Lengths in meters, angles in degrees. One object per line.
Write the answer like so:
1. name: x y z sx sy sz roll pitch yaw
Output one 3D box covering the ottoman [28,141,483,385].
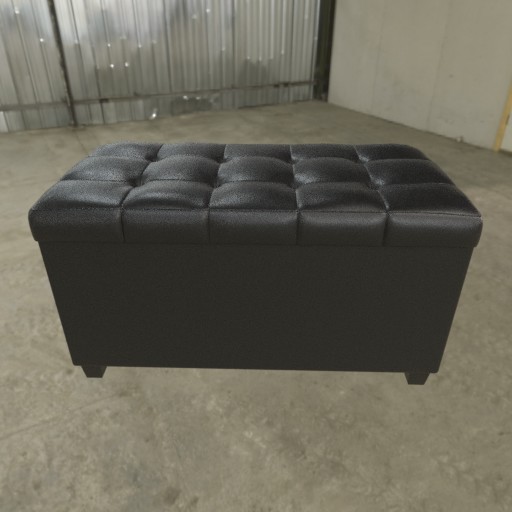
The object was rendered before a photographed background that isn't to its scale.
1. ottoman: 0.000 0.000 1.076 0.838 0.470 0.432 1 31 1
